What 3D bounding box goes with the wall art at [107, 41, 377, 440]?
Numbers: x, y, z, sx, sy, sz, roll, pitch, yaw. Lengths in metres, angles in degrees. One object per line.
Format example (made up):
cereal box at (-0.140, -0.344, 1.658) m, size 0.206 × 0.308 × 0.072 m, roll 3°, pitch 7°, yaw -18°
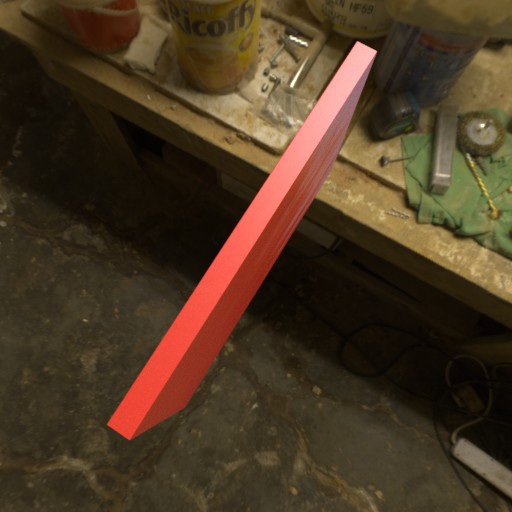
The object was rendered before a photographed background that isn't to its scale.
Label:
wall art at (0.000, 0.000, 0.767) m, size 0.033 × 0.405 × 0.607 m, roll 31°, pitch 78°, yaw 7°
